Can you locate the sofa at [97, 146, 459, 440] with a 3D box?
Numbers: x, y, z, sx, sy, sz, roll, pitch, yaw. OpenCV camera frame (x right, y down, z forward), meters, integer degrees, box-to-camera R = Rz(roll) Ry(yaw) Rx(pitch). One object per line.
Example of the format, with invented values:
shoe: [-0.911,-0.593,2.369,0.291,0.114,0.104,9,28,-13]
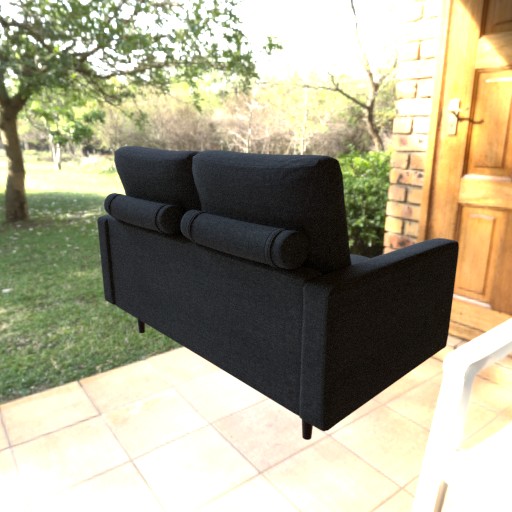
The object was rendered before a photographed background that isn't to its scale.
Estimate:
sofa: [0.000,0.000,1.909,0.842,0.907,1.407,-14,21,-41]
